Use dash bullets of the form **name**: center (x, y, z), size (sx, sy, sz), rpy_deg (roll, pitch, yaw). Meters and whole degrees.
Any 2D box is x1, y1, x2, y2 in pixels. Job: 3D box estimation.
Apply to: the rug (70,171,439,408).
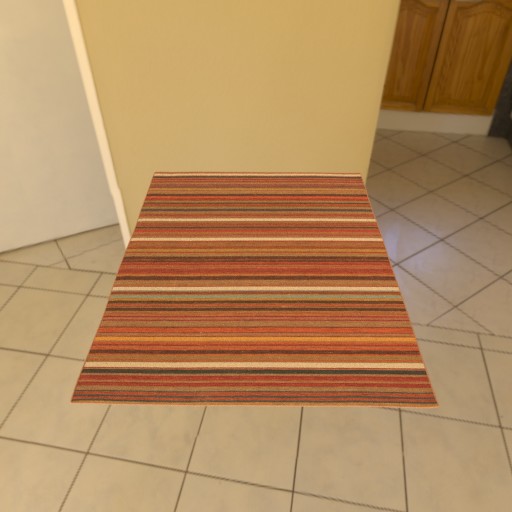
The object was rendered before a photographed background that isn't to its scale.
- **rug**: center (0.000, 0.000, 4.120), size (2.479, 0.023, 3.092), rpy_deg (1, 40, 1)
